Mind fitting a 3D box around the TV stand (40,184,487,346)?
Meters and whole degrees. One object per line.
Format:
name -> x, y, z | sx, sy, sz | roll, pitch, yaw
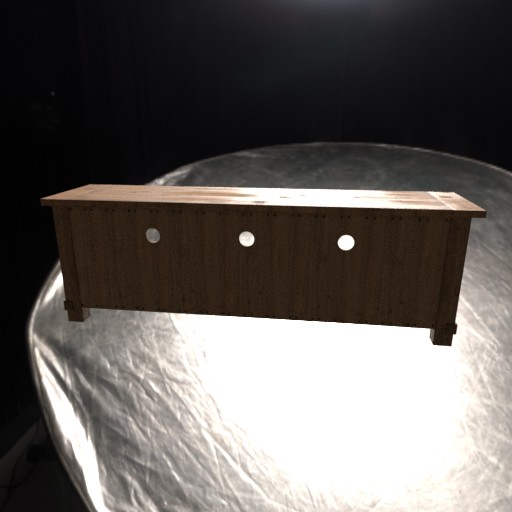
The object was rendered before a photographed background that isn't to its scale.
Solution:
TV stand -> 0.000, 0.000, 2.071 | 1.804, 0.573, 0.453 | 2, 18, 8
